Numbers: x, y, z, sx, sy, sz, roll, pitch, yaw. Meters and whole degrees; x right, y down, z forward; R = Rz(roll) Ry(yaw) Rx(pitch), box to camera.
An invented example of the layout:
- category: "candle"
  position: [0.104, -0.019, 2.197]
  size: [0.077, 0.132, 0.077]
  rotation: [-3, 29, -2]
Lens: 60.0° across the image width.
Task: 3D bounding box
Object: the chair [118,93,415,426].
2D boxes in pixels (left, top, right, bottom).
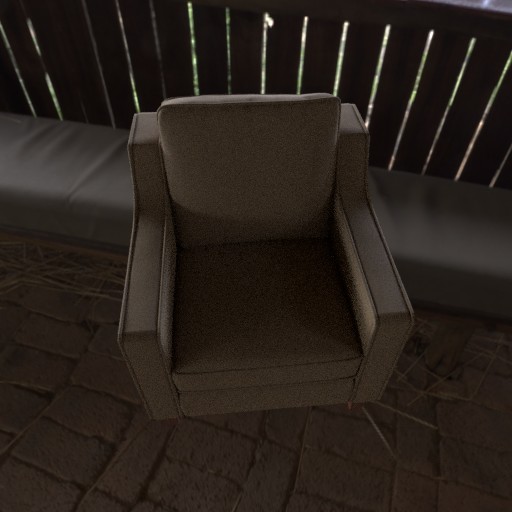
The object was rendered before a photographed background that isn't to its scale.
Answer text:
- category: "chair"
  position: [0.000, 0.000, 1.628]
  size: [0.831, 0.960, 0.909]
  rotation: [-4, 48, -3]
